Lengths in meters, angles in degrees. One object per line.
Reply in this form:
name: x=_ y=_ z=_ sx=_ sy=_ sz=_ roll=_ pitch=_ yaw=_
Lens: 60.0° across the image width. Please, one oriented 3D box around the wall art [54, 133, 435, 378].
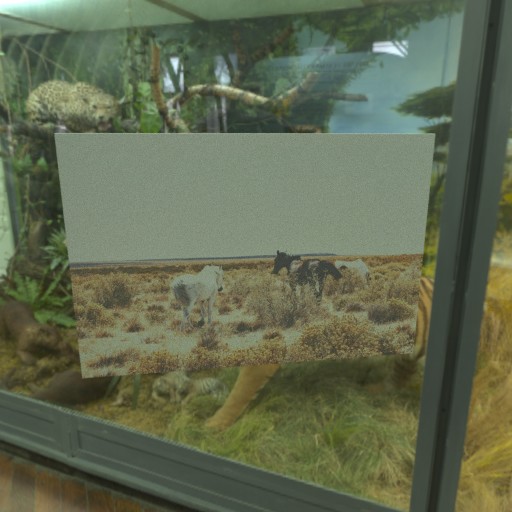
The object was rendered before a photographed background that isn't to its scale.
wall art: x=0.000 y=0.000 z=1.908 sx=1.520 sy=1.016 sz=0.051 roll=-2 pitch=15 yaw=-8
